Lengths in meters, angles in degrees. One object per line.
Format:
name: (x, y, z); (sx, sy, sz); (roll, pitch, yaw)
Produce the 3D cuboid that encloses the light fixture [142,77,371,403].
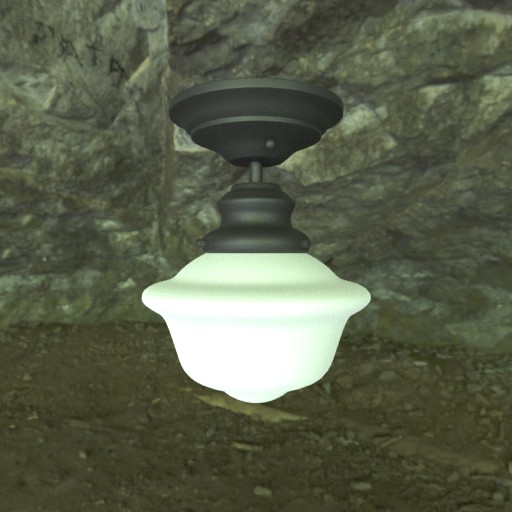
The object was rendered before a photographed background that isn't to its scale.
light fixture: (0.000, 0.000, 0.390); (0.197, 0.254, 0.197); (0, 1, 0)
